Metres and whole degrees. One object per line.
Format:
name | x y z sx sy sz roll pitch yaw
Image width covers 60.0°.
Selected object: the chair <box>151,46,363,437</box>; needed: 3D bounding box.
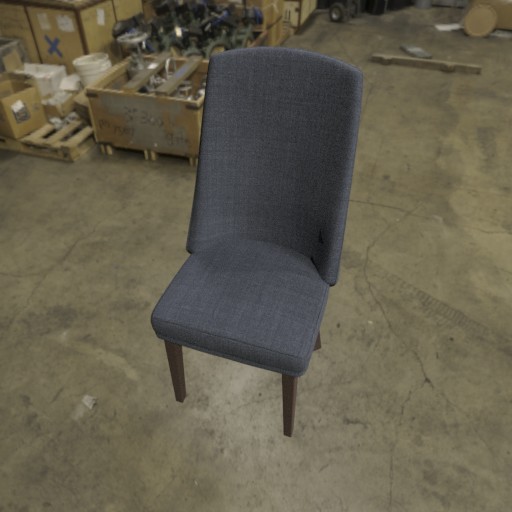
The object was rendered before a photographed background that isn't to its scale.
chair | 0.000 0.000 1.358 0.510 1.050 0.577 12 43 14
